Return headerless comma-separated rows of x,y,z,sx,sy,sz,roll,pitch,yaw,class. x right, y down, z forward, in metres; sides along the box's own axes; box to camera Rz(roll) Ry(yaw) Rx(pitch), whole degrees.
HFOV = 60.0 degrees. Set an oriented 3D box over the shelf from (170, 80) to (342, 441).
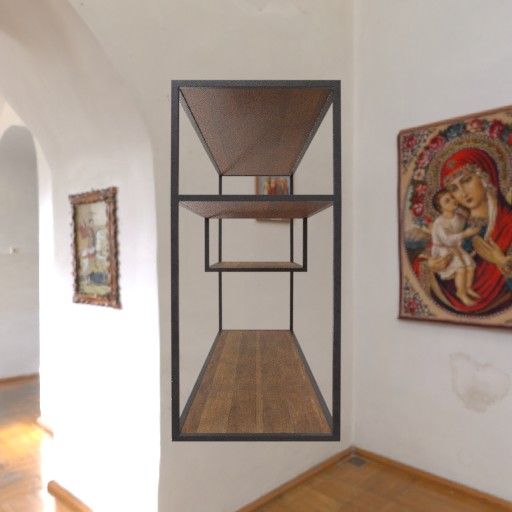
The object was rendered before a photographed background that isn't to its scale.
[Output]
0.000,0.000,1.536,0.361,0.765,1.201,0,1,0,shelf
